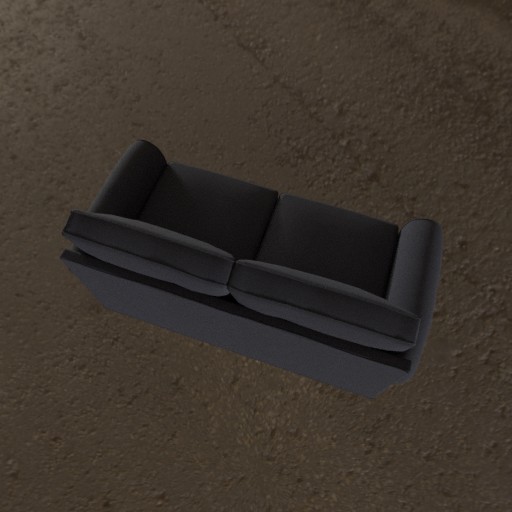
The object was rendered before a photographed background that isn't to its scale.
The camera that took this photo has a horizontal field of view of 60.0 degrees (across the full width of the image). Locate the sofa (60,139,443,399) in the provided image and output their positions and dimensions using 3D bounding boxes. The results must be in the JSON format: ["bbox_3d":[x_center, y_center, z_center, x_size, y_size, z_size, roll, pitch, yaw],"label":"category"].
[{"bbox_3d":[0.000,0.000,2.579,2.009,1.031,0.951,17,65,8],"label":"sofa"}]
